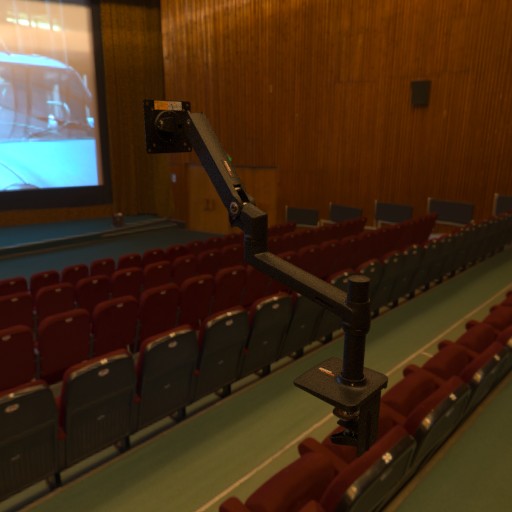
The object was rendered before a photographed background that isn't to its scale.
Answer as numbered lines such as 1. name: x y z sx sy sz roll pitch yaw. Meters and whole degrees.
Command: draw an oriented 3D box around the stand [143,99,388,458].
1. stand: 0.000 0.000 1.034 0.650 0.713 0.152 15 22 42
